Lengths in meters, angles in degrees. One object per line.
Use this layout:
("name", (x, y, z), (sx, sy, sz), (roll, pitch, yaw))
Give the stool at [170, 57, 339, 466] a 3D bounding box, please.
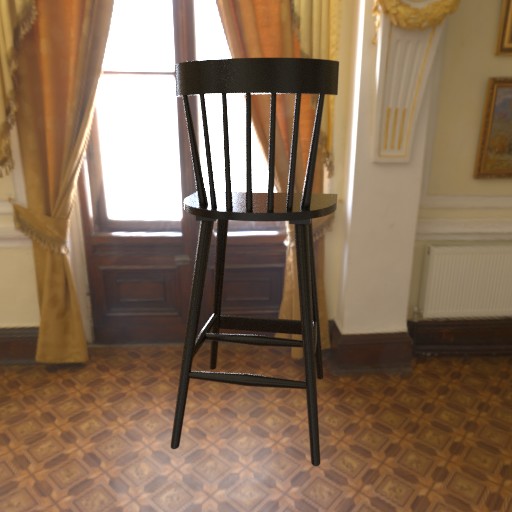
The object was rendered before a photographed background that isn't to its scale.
("stool", (0.000, 0.000, 1.369), (0.482, 1.092, 0.483), (3, 17, 9))
